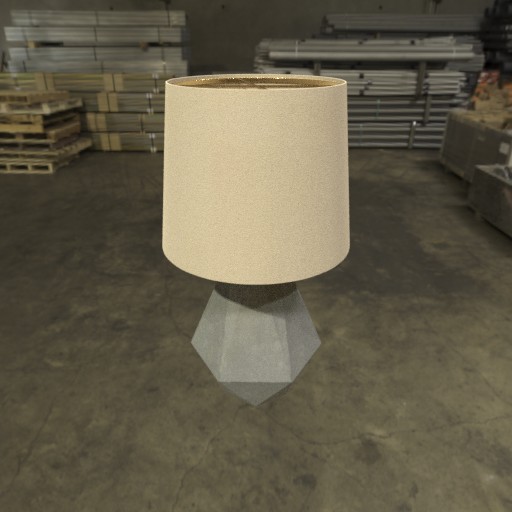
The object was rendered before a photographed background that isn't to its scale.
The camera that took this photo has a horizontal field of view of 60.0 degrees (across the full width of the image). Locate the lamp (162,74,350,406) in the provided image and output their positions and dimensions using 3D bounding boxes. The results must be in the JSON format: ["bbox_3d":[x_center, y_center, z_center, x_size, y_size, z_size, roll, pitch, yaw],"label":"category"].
[{"bbox_3d":[0.000,0.000,0.678,0.276,0.501,0.276,0,26,0],"label":"lamp"}]
